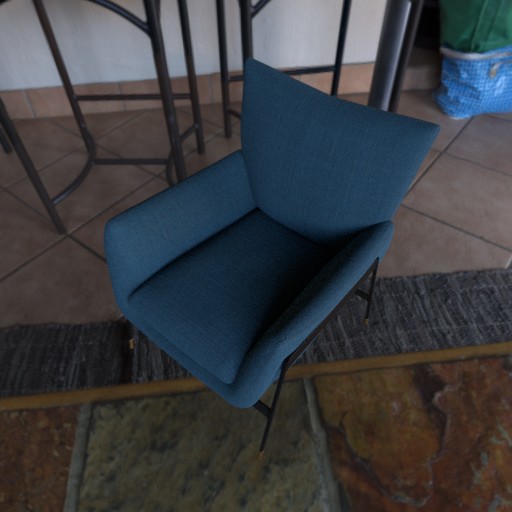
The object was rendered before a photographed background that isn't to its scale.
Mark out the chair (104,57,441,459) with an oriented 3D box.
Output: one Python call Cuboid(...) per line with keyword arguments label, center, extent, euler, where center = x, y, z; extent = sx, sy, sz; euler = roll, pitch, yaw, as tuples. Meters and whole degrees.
Cuboid(label="chair", center=(0.000, 0.000, 1.422), extent=(0.678, 0.859, 0.769), euler=(31, 54, 26))
